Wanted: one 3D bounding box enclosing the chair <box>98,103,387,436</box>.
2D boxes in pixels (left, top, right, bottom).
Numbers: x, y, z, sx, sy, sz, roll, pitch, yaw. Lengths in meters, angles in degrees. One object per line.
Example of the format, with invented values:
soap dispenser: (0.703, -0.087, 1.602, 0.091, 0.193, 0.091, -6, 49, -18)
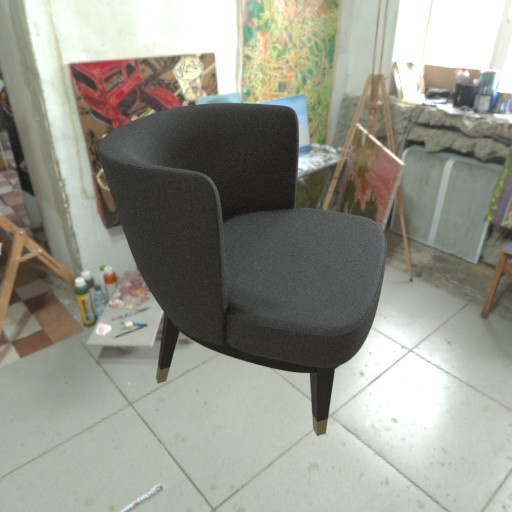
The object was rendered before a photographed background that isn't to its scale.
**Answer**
chair: (0.000, 0.000, 1.247, 0.698, 0.695, 0.639, 10, 32, 17)
